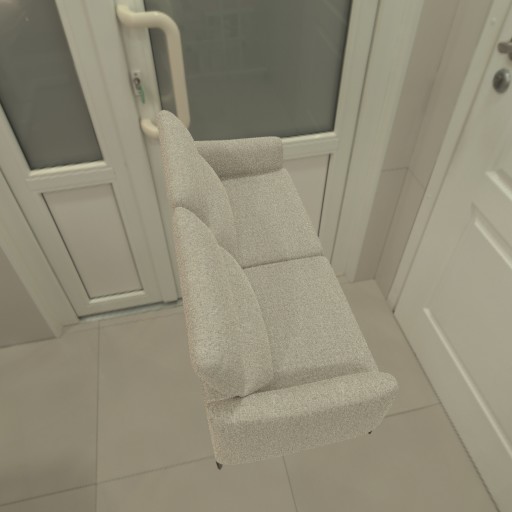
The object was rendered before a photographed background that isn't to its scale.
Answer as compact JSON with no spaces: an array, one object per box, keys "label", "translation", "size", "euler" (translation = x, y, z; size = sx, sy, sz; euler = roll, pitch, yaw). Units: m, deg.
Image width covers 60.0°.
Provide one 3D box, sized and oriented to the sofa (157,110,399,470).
[{"label":"sofa","translation":[0.000,0.000,2.502],"size":[0.856,0.956,2.015],"euler":[-10,48,-9]}]
